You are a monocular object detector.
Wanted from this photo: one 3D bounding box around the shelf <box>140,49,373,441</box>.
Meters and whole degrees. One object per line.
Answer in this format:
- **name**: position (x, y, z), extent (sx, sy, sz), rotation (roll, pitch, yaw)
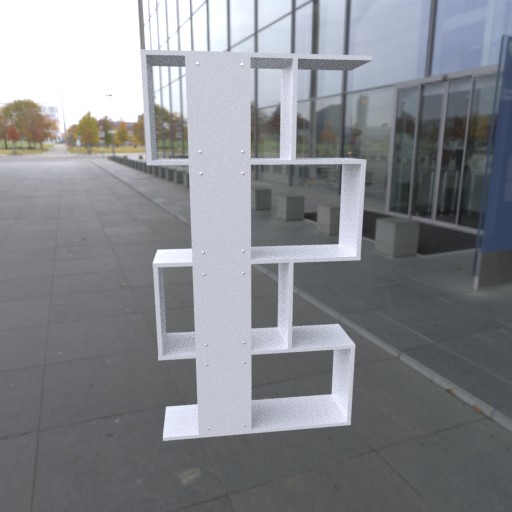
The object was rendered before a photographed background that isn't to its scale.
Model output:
- **shelf**: position (0.000, 0.000, 1.999), extent (0.890, 1.650, 0.250), rotation (-2, 14, -7)
